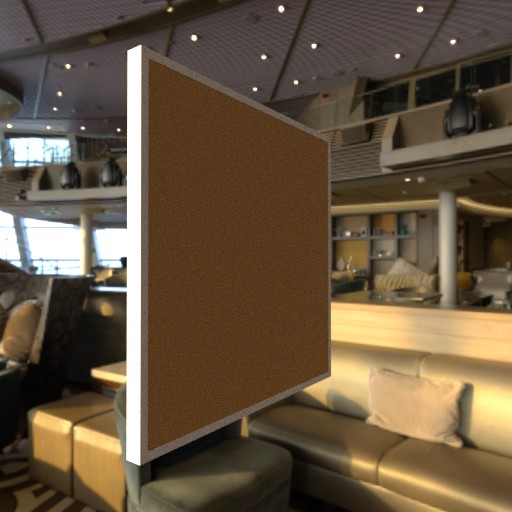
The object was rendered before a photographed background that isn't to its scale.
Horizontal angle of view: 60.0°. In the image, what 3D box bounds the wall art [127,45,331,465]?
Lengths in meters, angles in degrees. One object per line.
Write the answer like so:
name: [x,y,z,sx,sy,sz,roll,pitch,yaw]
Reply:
wall art: [0.000,0.000,1.122,0.038,0.762,0.762,0,-1,36]
